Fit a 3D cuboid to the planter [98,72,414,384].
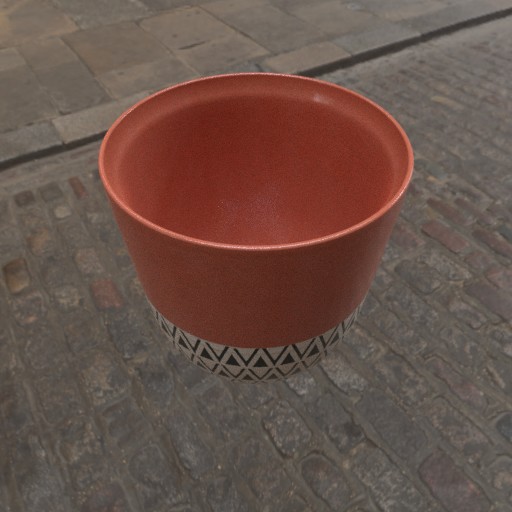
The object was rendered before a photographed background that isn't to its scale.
[{"bbox_3d":[0.000,0.000,0.358,0.195,0.214,0.195,0,46,0],"label":"planter"}]
